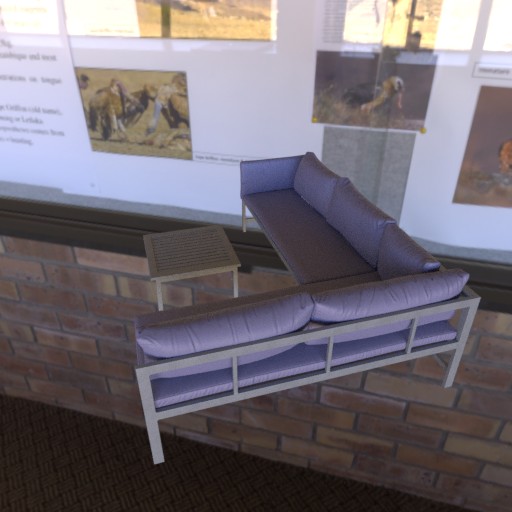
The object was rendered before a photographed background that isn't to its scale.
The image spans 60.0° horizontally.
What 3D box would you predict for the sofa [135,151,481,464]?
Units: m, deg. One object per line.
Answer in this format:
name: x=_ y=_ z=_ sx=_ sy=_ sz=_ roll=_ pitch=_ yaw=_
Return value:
sofa: x=0.000 y=0.000 z=2.976 sx=1.658 sy=0.762 sz=2.149 roll=-9 pitch=33 yaw=-14
